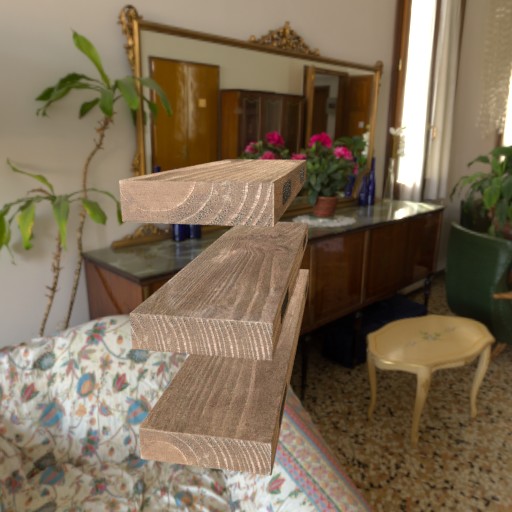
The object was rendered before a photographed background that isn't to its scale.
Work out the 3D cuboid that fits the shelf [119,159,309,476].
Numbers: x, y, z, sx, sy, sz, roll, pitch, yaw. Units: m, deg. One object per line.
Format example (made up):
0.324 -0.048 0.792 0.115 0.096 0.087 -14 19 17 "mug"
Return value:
0.000 0.000 0.710 0.140 0.293 0.610 3 15 10 "shelf"
